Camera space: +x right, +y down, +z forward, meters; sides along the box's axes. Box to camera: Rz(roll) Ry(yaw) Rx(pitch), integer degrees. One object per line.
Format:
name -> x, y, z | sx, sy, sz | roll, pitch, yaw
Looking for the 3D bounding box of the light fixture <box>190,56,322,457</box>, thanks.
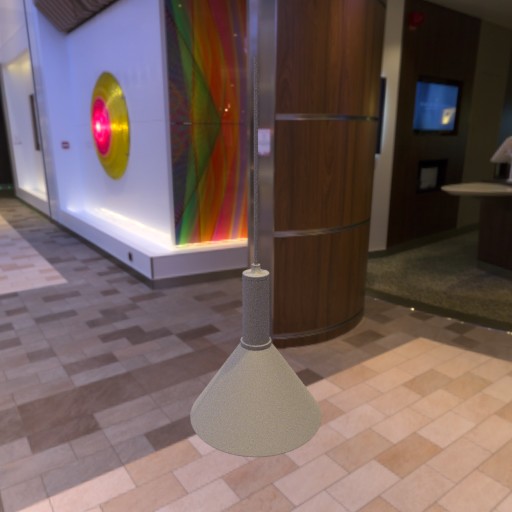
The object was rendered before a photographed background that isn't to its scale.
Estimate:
light fixture -> 0.000, 0.000, 0.821 | 0.267, 0.683, 0.267 | 2, 16, 7
